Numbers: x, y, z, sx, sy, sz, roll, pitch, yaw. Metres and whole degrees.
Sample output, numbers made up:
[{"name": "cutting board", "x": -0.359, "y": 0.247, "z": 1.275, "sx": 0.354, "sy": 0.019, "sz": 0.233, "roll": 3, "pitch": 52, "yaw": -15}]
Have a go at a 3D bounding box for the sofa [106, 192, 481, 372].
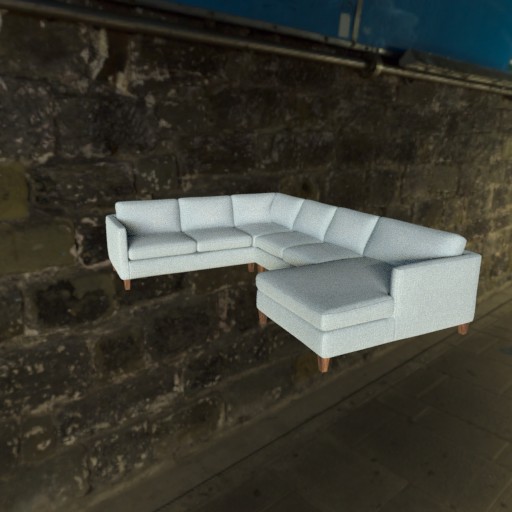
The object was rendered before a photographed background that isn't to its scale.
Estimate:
[{"name": "sofa", "x": 0.000, "y": 0.000, "z": 4.620, "sx": 2.551, "sy": 0.889, "sz": 3.403, "roll": -7, "pitch": 17, "yaw": -25}]
